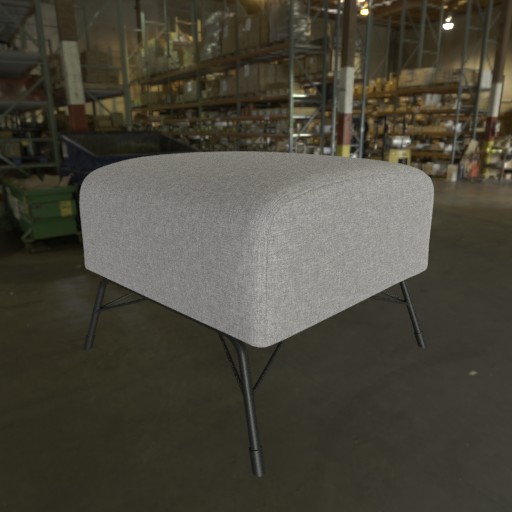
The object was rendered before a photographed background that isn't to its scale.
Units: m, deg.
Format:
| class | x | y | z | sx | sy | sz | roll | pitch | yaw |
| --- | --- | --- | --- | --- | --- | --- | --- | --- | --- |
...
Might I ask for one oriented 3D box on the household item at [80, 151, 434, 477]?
| class | x | y | z | sx | sy | sz | roll | pitch | yaw |
| --- | --- | --- | --- | --- | --- | --- | --- | --- | --- |
| household item | 0.000 | 0.000 | 0.901 | 0.530 | 0.410 | 0.530 | 15 | 22 | 42 |
